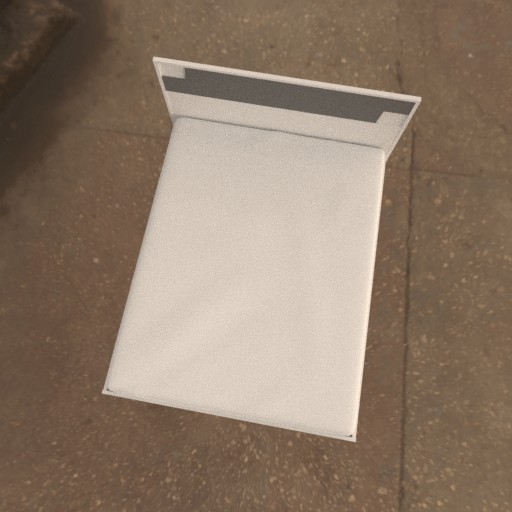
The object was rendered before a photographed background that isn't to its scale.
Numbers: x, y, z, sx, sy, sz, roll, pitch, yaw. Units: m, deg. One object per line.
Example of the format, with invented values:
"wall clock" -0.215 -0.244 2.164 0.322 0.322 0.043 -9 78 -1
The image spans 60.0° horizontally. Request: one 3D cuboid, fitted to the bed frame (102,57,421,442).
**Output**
"bed frame" 0.000 0.000 2.986 1.711 1.001 2.100 10 74 3
